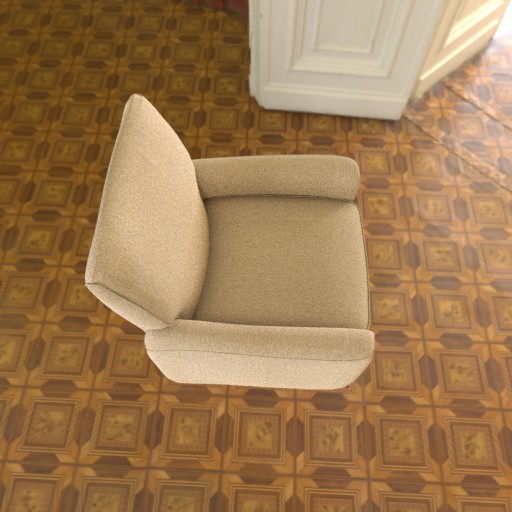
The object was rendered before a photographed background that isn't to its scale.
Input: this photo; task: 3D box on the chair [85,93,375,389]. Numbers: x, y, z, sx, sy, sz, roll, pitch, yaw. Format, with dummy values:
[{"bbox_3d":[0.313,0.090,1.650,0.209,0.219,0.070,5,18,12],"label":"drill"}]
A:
[{"bbox_3d":[0.000,0.000,1.669,0.864,1.014,0.848,2,62,1],"label":"chair"}]
